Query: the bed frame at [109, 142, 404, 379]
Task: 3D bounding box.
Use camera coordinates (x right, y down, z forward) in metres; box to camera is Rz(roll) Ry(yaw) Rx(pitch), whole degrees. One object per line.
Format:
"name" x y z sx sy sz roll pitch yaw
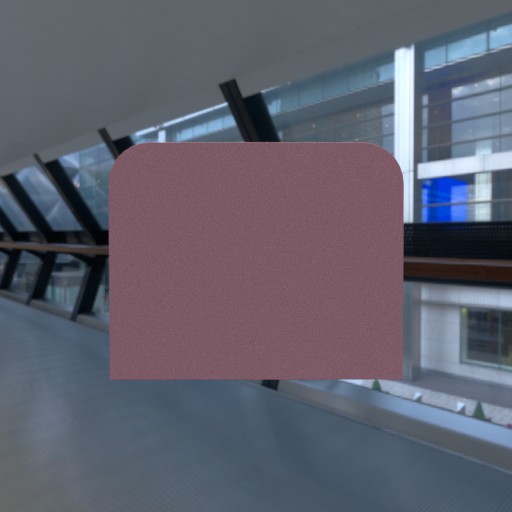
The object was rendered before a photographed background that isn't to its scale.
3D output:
"bed frame" 0.000 0.000 2.483 0.998 0.805 1.963 0 1 0
